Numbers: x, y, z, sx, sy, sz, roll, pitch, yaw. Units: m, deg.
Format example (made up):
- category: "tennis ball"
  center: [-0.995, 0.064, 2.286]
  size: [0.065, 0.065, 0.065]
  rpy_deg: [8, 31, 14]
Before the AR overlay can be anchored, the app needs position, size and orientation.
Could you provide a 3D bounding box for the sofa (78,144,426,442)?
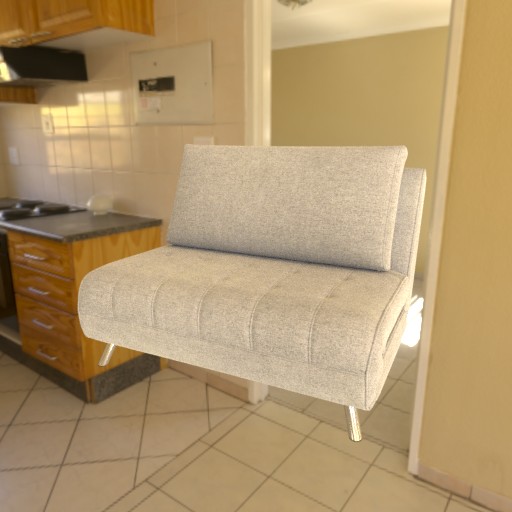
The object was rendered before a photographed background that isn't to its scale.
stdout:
- category: "sofa"
  center: [0.000, 0.000, 1.879]
  size: [1.220, 0.910, 0.910]
  rpy_deg: [7, 16, 25]
